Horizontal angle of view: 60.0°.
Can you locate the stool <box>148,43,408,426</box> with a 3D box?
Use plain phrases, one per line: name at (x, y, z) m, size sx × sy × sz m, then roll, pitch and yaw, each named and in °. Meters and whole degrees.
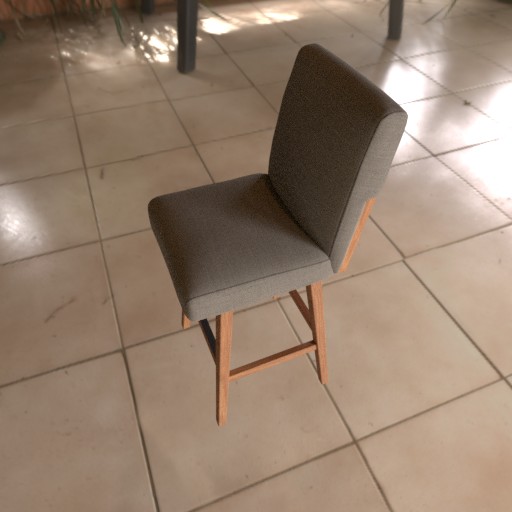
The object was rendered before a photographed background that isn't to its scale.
stool at (0.000, 0.000, 1.409) m, size 0.570 × 1.112 × 0.483 m, roll -17°, pitch 49°, yaw -15°
